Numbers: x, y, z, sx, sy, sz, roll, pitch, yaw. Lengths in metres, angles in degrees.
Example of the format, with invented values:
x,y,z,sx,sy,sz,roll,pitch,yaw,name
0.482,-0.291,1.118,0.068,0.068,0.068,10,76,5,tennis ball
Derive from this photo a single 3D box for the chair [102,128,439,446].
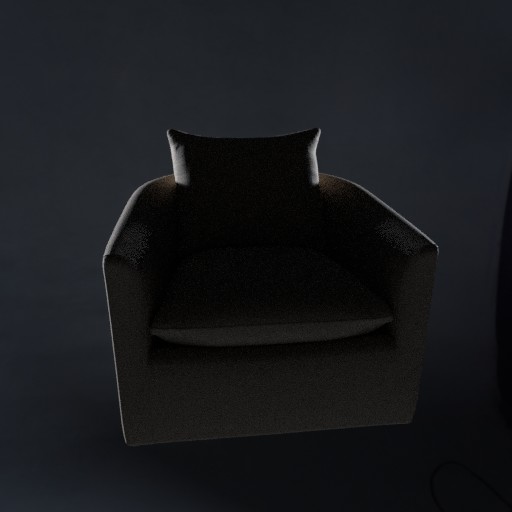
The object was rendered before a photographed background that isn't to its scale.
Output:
x,y,z,sx,sy,sz,roll,pitch,yaw,name
0.000,0.000,1.535,0.845,0.848,0.910,-2,17,-7,chair
